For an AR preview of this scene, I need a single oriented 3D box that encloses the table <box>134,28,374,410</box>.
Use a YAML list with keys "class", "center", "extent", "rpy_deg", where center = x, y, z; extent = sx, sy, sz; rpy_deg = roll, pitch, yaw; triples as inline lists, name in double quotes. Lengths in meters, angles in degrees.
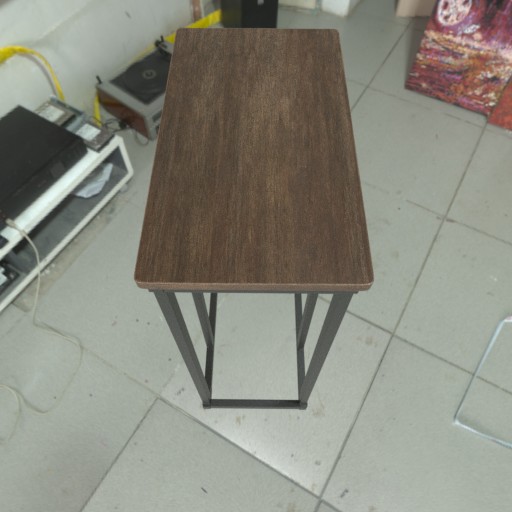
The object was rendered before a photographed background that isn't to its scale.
- class: "table"
  center: [0.000, 0.000, 0.852]
  extent: [0.254, 0.637, 0.450]
  rpy_deg: [1, 59, 0]
